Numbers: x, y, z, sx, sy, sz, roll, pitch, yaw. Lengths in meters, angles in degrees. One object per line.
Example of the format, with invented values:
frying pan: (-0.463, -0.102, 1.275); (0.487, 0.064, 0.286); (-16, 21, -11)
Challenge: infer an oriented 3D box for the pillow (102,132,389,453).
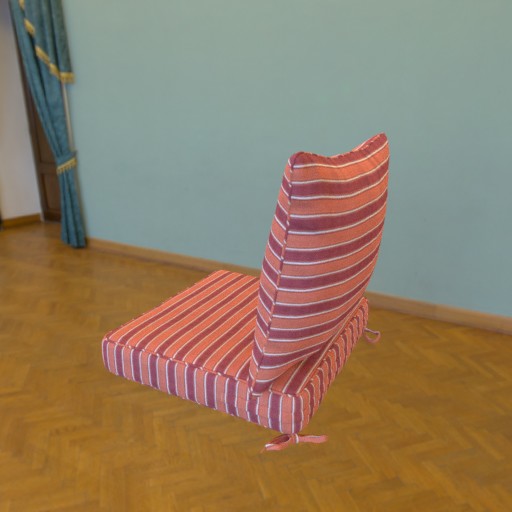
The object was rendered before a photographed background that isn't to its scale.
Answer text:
pillow: (0.000, 0.000, 1.385); (0.733, 0.723, 0.799); (9, 21, 26)
